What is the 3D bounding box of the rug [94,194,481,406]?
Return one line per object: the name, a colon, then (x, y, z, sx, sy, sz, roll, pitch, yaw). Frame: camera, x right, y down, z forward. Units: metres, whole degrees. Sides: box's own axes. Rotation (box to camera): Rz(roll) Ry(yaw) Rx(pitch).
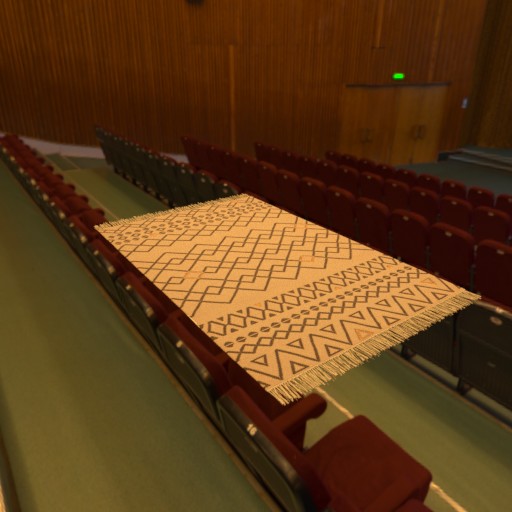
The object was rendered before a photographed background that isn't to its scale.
rug: (0.000, 0.000, 2.531, 1.224, 0.028, 2.023, -17, 30, -32)
